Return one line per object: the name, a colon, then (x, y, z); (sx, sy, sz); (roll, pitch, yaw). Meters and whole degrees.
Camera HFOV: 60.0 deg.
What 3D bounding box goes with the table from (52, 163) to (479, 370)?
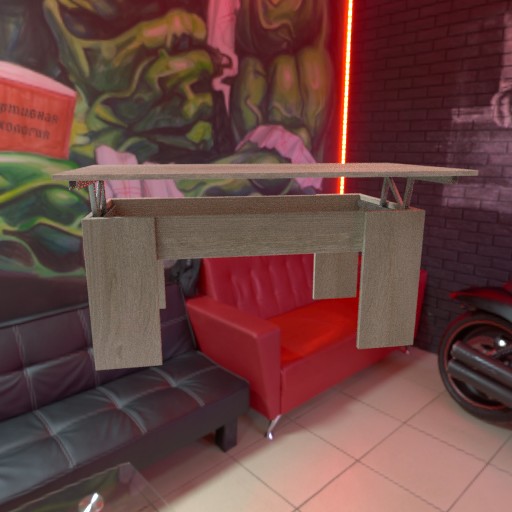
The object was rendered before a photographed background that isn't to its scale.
table: (0.000, 0.000, 1.426); (1.000, 0.570, 0.711); (-2, 14, -10)
